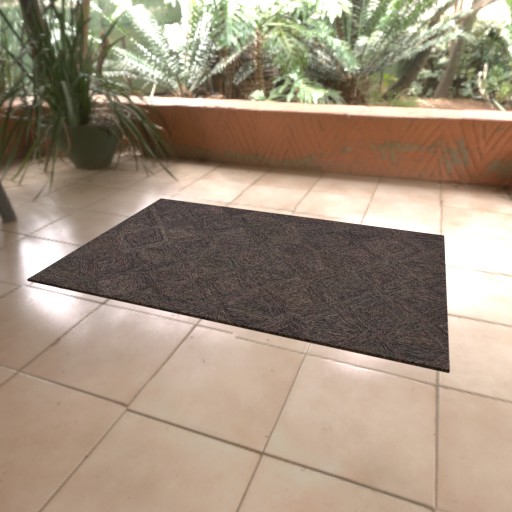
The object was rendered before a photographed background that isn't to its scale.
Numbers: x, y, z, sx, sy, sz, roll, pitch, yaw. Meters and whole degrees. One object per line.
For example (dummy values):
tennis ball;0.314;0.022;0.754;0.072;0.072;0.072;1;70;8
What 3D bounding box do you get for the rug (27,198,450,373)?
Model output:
rug;0.000;0.000;2.863;2.298;0.017;1.501;9;28;18
